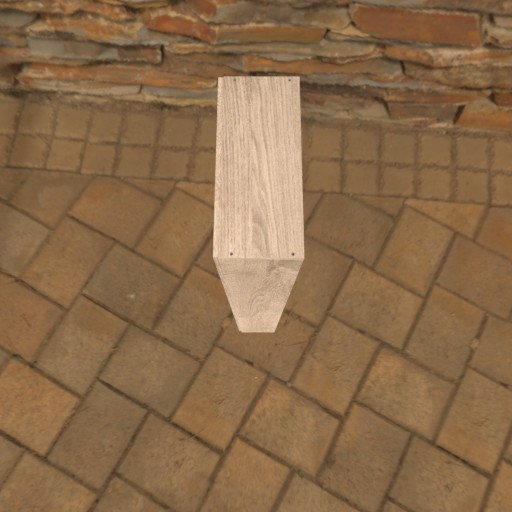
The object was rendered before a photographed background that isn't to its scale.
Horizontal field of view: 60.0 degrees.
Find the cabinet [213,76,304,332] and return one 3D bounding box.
[{"bbox_3d":[0.000,0.000,1.977,0.230,1.790,0.500,0,75,0],"label":"cabinet"}]
